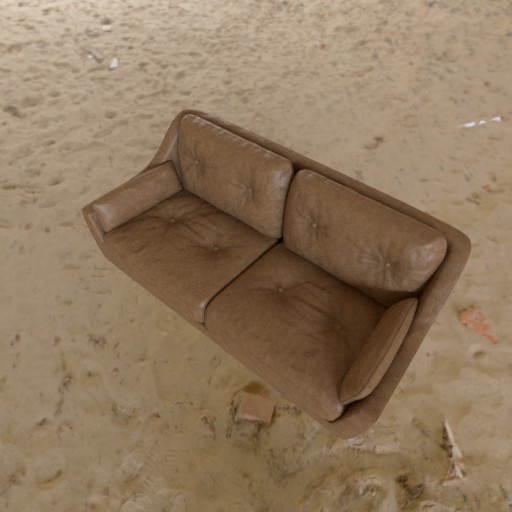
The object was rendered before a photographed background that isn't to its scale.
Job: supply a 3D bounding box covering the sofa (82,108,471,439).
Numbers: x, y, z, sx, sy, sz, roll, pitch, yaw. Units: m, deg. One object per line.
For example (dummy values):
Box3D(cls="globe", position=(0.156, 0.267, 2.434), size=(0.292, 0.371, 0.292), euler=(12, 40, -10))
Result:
Box3D(cls="sofa", position=(0.000, 0.000, 2.376), size=(1.902, 0.839, 0.904), euler=(32, 55, 26))
